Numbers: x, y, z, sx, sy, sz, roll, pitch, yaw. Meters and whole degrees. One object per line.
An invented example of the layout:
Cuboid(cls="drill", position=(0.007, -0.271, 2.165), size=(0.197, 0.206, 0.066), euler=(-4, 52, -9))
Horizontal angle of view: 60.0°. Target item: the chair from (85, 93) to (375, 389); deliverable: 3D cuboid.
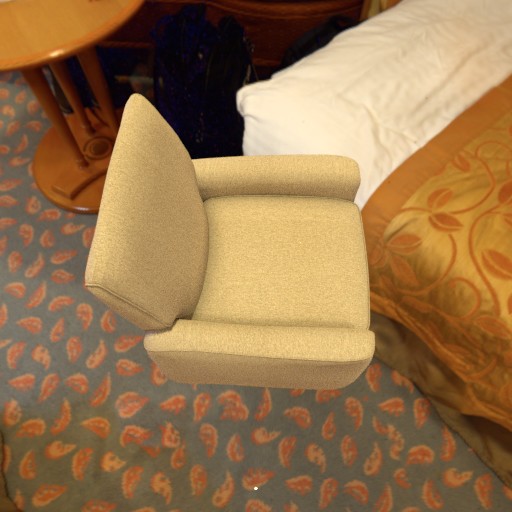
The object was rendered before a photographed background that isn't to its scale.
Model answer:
Cuboid(cls="chair", position=(0.000, 0.000, 1.669), size=(0.864, 1.014, 0.848), euler=(2, 62, 1))
